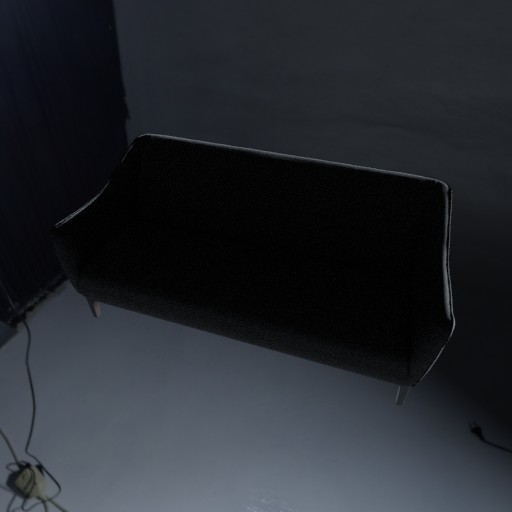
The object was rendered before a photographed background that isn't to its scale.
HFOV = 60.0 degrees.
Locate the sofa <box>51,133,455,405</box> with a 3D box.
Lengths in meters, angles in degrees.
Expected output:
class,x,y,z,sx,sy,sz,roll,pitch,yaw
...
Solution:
class,x,y,z,sx,sy,sz,roll,pitch,yaw
sofa,0.000,0.000,2.385,1.928,0.829,0.867,13,41,15
